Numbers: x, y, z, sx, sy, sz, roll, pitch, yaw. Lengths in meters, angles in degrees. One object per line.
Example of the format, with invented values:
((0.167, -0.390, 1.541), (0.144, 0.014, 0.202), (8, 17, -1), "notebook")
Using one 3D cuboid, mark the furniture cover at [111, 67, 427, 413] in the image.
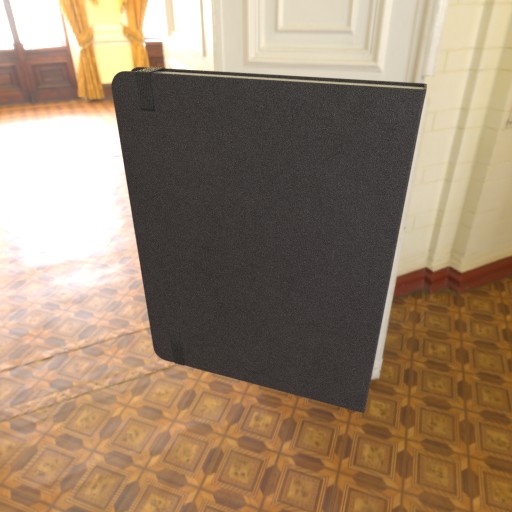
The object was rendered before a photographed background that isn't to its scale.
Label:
((0.000, 0.000, 0.368), (0.216, 0.281, 0.023), (10, 33, 16), "furniture cover")
